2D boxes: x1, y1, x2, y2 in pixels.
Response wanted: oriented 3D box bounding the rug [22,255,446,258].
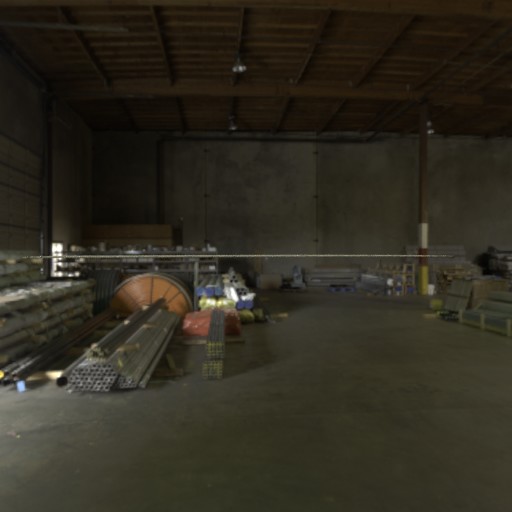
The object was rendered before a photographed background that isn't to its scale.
[{"bbox_3d":[0.000,0.000,2.605,2.372,0.008,0.620,0,0,-19],"label":"rug"}]
